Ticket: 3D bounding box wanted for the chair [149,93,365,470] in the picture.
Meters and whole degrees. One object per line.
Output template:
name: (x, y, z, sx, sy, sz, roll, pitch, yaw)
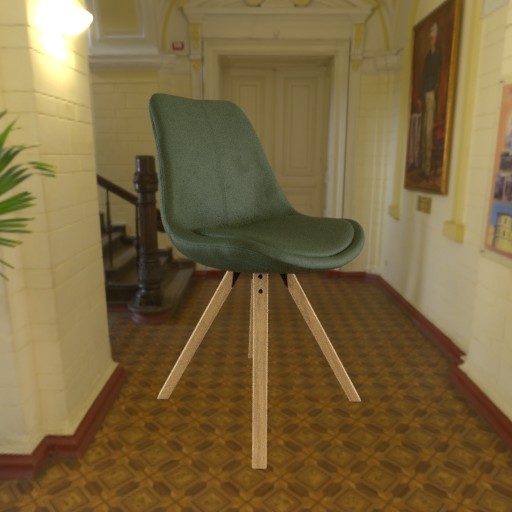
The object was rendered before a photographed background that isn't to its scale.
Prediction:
chair: (0.000, 0.000, 1.210, 0.547, 0.865, 0.483, 12, 18, 43)
